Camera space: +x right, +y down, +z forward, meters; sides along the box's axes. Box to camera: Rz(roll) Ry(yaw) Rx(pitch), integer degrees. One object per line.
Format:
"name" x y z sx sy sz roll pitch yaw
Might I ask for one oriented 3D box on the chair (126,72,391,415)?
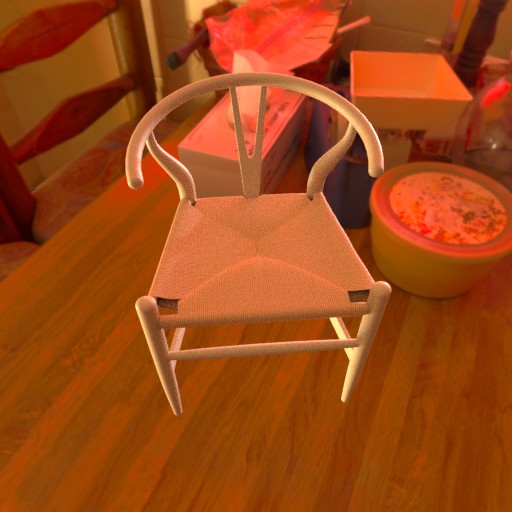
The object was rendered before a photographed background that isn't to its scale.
"chair" 0.000 0.000 1.131 0.533 0.736 0.500 -3 47 -3
